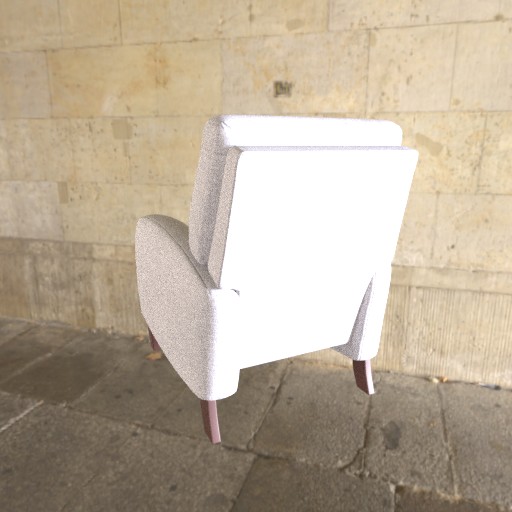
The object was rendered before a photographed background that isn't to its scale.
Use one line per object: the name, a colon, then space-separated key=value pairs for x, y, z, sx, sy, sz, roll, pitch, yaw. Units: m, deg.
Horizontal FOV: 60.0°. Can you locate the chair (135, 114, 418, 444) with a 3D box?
chair: x=0.000 y=0.000 z=1.713 sx=0.762 sy=0.990 sz=0.990 roll=-7 pitch=16 yaw=-26
